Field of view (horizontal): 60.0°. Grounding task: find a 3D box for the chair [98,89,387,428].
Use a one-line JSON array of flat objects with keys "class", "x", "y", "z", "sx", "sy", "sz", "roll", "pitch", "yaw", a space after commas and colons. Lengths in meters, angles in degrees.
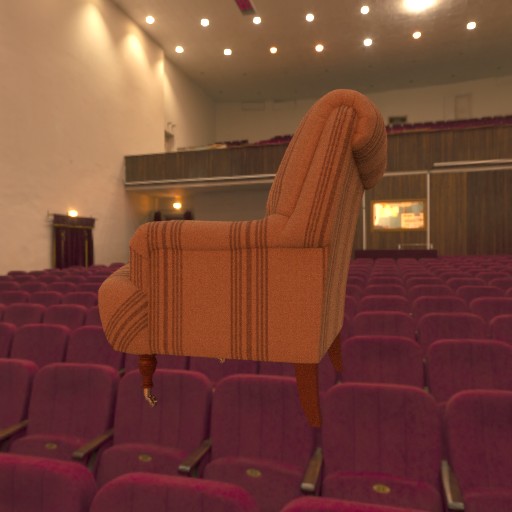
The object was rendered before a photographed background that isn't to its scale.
[{"class": "chair", "x": 0.000, "y": 0.000, "z": 1.610, "sx": 0.914, "sy": 0.940, "sz": 0.813, "roll": 0, "pitch": 0, "yaw": 16}]
